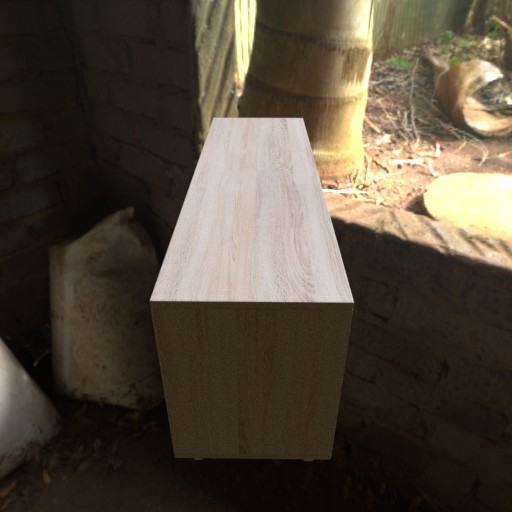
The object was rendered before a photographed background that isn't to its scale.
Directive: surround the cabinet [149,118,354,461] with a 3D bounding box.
[{"bbox_3d":[0.000,0.000,1.986,0.500,0.780,1.650,0,32,1],"label":"cabinet"}]
